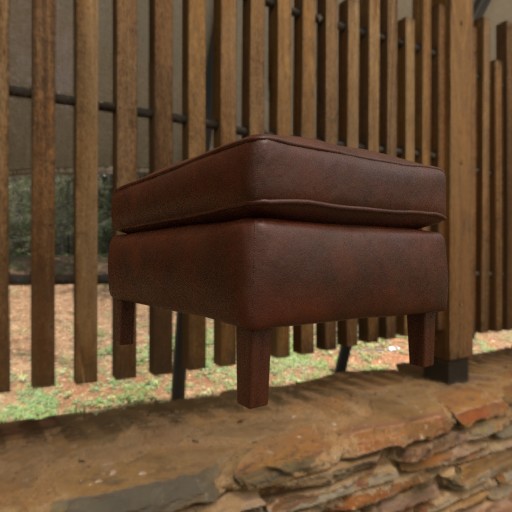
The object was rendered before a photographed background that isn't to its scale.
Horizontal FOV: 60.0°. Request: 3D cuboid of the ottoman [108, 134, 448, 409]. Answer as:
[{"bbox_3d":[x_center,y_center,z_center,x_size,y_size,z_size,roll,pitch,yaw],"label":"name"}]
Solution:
[{"bbox_3d":[0.000,0.000,0.989,0.501,0.432,0.665,0,0,-35],"label":"ottoman"}]
